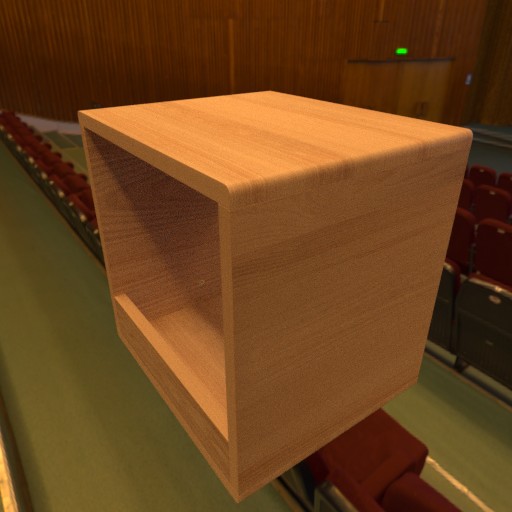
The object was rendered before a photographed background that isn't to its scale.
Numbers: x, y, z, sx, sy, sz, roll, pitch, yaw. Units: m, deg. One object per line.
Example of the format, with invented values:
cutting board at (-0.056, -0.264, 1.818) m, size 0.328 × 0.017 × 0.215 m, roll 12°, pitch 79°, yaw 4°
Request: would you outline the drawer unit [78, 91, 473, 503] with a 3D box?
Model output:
drawer unit at (0.000, 0.000, 0.572) m, size 0.290 × 0.344 × 0.344 m, roll -19°, pitch 33°, yaw -31°
